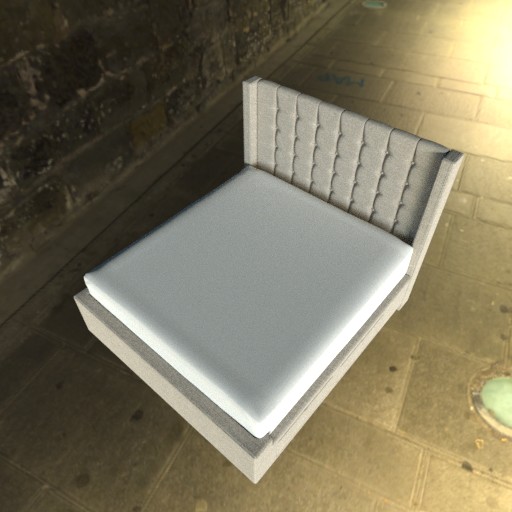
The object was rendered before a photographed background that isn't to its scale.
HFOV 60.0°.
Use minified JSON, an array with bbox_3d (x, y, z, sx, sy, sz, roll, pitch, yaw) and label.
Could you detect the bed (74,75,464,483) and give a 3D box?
[{"bbox_3d":[0.000,0.000,3.721,2.044,1.748,2.372,32,54,27],"label":"bed"}]
